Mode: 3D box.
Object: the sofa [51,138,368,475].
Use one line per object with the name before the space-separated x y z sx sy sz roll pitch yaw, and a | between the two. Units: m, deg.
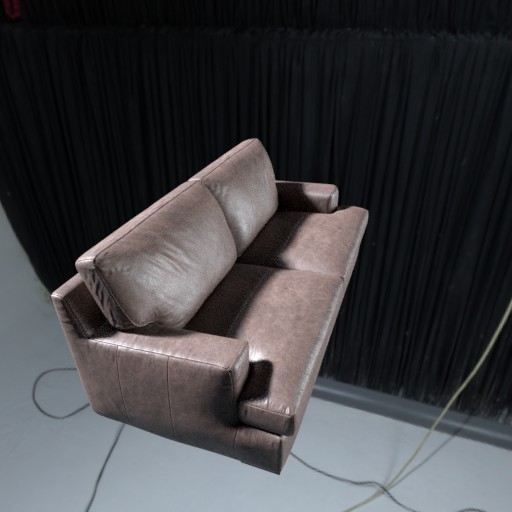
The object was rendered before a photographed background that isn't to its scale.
sofa | 0.000 0.000 2.795 1.143 0.941 2.261 10 32 17
